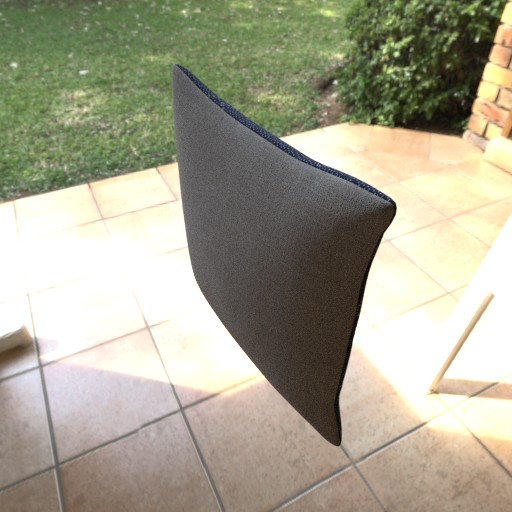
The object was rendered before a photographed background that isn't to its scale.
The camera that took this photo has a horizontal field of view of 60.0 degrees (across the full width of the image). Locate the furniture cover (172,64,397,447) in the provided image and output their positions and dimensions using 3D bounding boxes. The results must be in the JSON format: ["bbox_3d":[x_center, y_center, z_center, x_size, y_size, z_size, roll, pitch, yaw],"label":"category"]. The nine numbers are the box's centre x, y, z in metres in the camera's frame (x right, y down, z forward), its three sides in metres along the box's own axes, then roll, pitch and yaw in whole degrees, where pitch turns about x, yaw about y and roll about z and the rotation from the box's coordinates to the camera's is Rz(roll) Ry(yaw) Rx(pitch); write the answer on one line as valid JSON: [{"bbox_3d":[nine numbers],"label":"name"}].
[{"bbox_3d":[0.000,0.000,0.754,0.162,0.503,0.511,-23,46,-24],"label":"furniture cover"}]
